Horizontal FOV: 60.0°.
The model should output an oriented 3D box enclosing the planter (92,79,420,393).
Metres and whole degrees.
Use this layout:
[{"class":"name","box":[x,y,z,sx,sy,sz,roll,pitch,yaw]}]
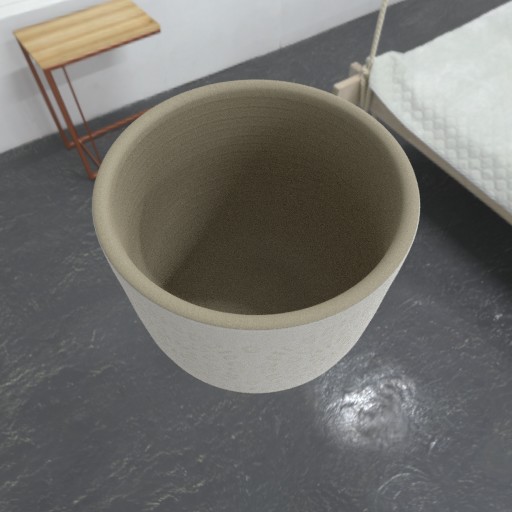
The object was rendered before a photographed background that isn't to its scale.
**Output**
[{"class":"planter","box":[0.000,0.000,0.216,0.124,0.109,0.124,0,57,0]}]
